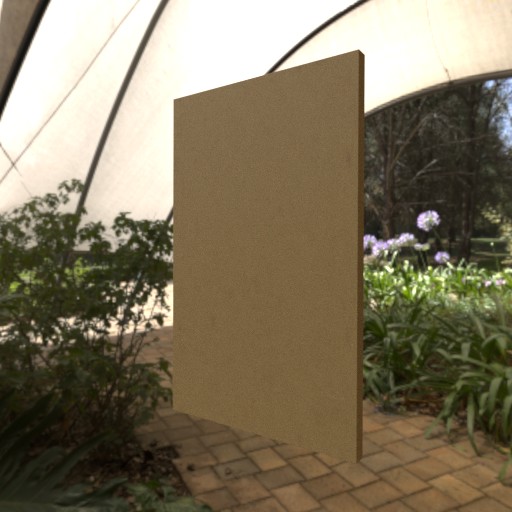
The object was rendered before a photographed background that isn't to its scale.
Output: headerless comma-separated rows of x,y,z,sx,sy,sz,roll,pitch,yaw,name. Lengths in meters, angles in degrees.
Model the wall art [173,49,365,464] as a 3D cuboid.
0.000,0.000,1.024,0.510,0.810,0.039,1,1,35,wall art
